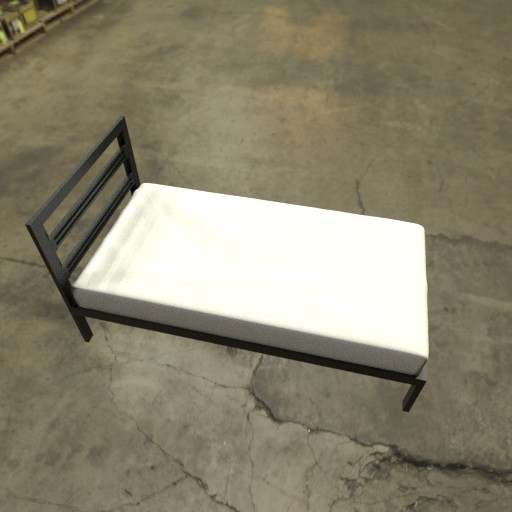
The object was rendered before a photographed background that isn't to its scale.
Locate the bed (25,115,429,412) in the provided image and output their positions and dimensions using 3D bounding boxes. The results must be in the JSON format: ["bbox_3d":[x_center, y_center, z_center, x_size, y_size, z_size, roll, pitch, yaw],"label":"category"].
[{"bbox_3d":[0.000,0.000,2.528,1.930,0.967,0.991,10,47,9],"label":"bed"}]
